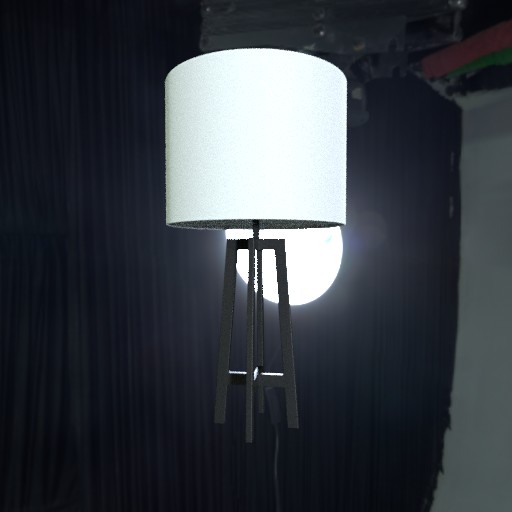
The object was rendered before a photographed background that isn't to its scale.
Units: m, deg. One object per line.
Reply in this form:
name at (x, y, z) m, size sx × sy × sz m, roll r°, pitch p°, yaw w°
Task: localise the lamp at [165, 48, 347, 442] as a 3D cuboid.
lamp at (0.000, 0.000, 0.642) m, size 0.257 × 0.489 × 0.257 m, roll 0°, pitch 0°, yaw -36°
